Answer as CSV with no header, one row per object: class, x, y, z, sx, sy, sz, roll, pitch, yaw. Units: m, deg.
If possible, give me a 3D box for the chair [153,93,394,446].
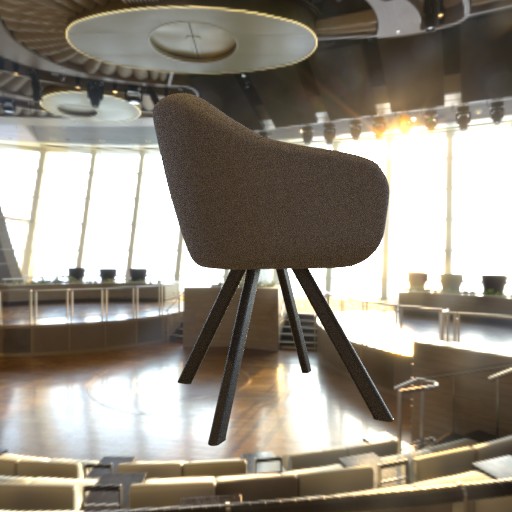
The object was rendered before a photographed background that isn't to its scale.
chair,0.000,0.000,1.216,0.550,0.795,0.590,0,1,-18
